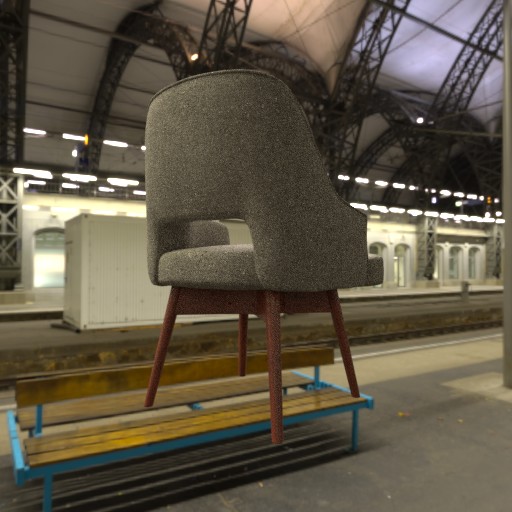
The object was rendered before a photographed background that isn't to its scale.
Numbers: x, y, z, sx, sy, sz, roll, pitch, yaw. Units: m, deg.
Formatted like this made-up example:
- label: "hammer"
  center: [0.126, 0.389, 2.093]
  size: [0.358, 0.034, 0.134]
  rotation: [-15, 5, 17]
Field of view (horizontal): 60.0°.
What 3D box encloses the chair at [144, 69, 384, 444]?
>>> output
- label: "chair"
  center: [0.000, 0.000, 1.344]
  size: [0.608, 0.875, 0.629]
  rotation: [-1, -2, 36]
